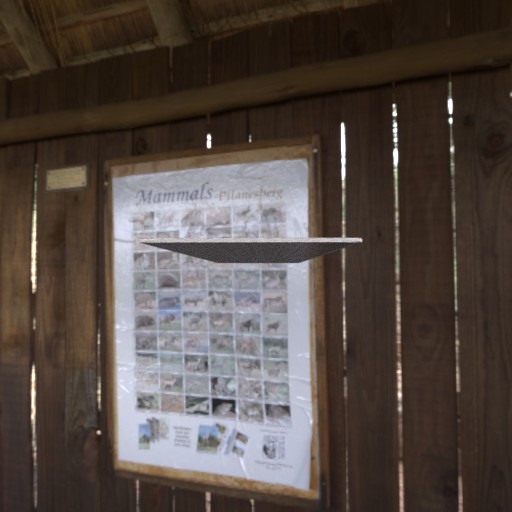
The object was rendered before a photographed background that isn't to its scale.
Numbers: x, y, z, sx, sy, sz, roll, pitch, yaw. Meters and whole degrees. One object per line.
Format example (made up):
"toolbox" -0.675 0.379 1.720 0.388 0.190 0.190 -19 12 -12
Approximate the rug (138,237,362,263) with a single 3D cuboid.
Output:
"rug" 0.000 0.000 2.436 0.659 0.019 2.297 0 -2 1
